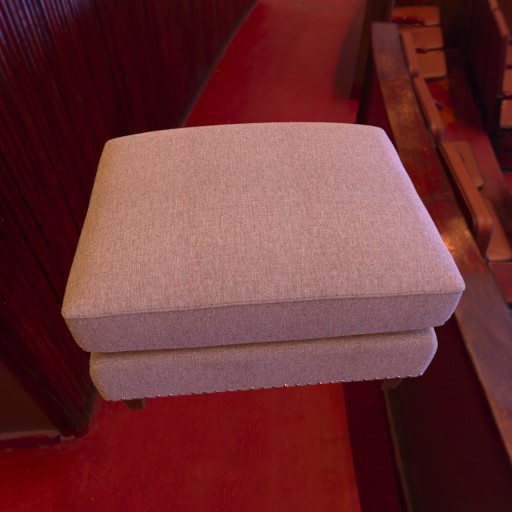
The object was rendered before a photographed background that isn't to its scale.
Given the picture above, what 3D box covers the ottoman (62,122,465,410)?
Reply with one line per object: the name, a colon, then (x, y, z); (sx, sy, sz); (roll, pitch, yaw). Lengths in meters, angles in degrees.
ottoman: (0.000, 0.000, 1.107); (0.741, 0.513, 0.584); (-4, 47, -3)
